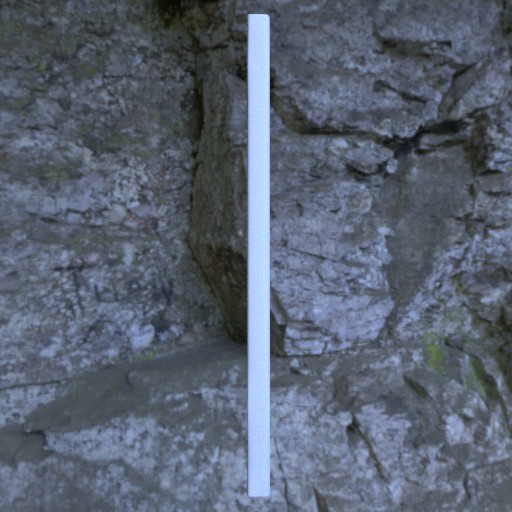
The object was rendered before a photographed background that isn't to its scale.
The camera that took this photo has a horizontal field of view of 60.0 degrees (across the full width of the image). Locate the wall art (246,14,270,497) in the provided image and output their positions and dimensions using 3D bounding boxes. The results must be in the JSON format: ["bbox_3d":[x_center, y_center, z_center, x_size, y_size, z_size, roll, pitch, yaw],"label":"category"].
[{"bbox_3d":[0.000,0.000,1.139,0.048,0.916,0.602,0,-1,0],"label":"wall art"}]
